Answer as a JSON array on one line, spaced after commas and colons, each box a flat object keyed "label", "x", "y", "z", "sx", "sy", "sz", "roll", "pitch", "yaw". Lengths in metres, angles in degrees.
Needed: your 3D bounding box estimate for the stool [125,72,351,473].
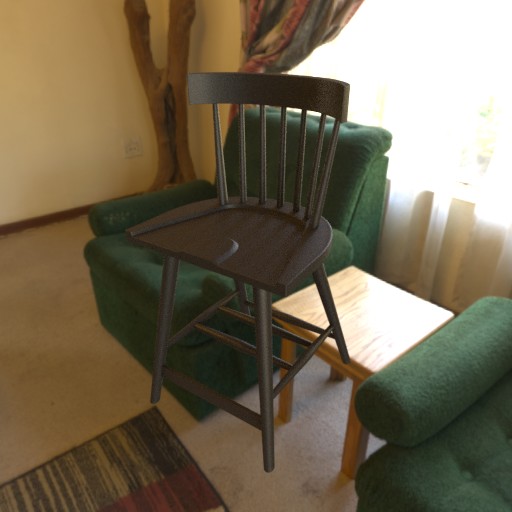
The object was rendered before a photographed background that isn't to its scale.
[{"label": "stool", "x": 0.000, "y": 0.000, "z": 1.283, "sx": 0.494, "sy": 0.953, "sz": 0.549, "roll": 18, "pitch": 33, "yaw": 30}]
